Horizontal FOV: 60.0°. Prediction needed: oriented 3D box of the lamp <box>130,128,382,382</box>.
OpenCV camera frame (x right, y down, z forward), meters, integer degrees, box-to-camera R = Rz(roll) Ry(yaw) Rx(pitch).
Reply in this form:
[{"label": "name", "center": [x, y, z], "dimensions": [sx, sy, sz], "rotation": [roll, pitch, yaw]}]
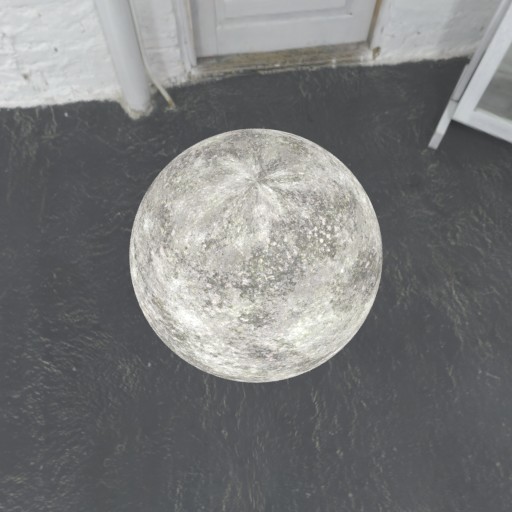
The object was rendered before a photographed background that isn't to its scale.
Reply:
[{"label": "lamp", "center": [0.000, 0.000, 0.769], "dimensions": [0.422, 0.429, 0.422], "rotation": [0, 63, 0]}]
